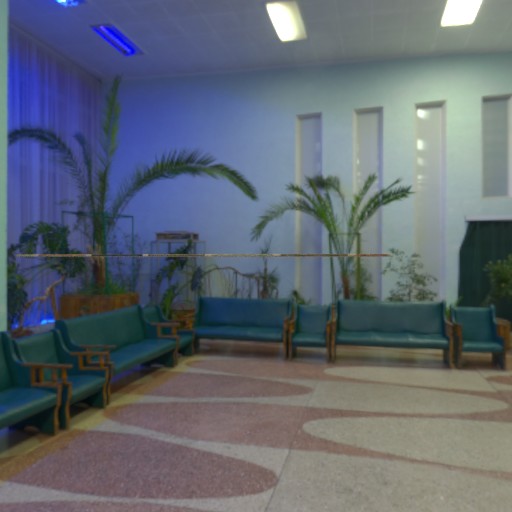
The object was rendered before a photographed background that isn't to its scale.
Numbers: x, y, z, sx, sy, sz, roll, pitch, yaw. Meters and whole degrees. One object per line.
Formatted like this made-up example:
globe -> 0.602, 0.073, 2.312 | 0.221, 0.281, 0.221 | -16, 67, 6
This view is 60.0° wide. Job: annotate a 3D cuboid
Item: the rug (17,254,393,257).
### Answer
rug -> 0.000, 0.000, 4.172 | 2.439, 0.013, 3.200 | 0, 0, 18
